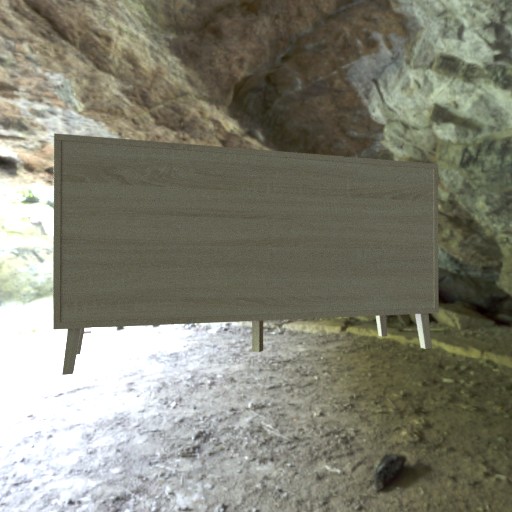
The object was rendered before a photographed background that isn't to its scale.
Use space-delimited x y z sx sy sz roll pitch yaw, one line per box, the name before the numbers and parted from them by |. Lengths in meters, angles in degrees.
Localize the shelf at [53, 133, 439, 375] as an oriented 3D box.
shelf | 0.000 0.000 1.836 1.490 0.780 0.400 0 -1 -18
